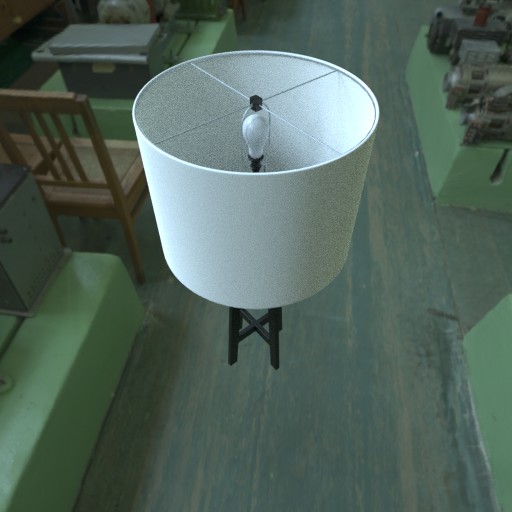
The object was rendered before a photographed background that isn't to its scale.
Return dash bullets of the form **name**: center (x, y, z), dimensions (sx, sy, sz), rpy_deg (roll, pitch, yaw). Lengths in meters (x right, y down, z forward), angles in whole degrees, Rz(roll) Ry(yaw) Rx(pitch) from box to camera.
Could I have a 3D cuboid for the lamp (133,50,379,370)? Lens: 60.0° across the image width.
- **lamp**: center (0.000, 0.000, 0.646), dimensions (0.257, 0.489, 0.257), rpy_deg (4, 47, 4)
